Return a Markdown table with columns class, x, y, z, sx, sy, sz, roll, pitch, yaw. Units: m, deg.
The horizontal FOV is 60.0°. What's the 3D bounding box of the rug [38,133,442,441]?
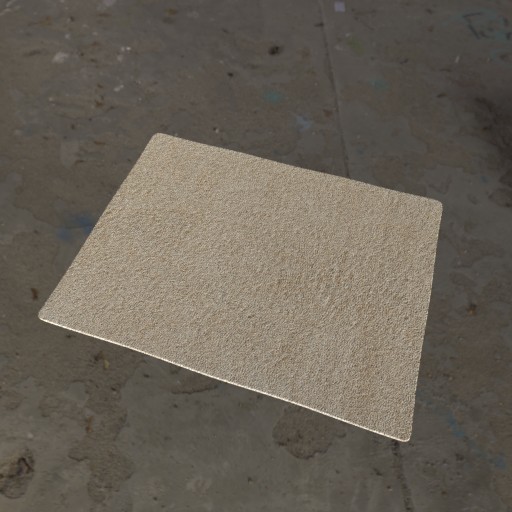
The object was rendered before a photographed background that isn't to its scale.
| class | x | y | z | sx | sy | sz | roll | pitch | yaw |
| --- | --- | --- | --- | --- | --- | --- | --- | --- | --- |
| rug | 0.000 | 0.000 | 2.085 | 1.600 | 0.027 | 1.200 | 16 | 59 | 10 |
